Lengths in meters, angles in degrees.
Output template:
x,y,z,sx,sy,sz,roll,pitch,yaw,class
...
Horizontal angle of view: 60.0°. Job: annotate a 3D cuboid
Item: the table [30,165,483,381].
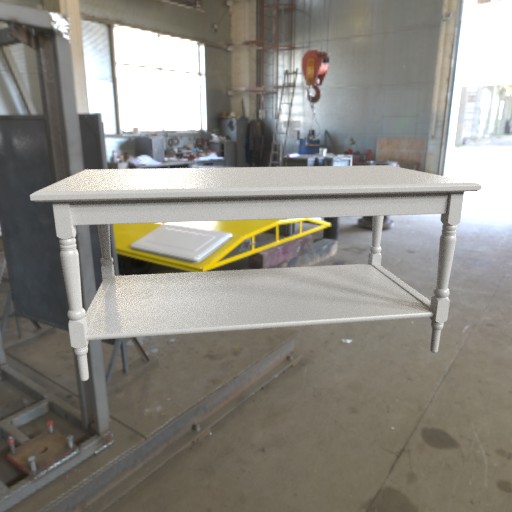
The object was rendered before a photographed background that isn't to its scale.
x,y,z,sx,sy,sz,roll,pitch,yaw,class
0.000,0.000,1.403,1.109,0.506,0.551,-2,17,-8,table
